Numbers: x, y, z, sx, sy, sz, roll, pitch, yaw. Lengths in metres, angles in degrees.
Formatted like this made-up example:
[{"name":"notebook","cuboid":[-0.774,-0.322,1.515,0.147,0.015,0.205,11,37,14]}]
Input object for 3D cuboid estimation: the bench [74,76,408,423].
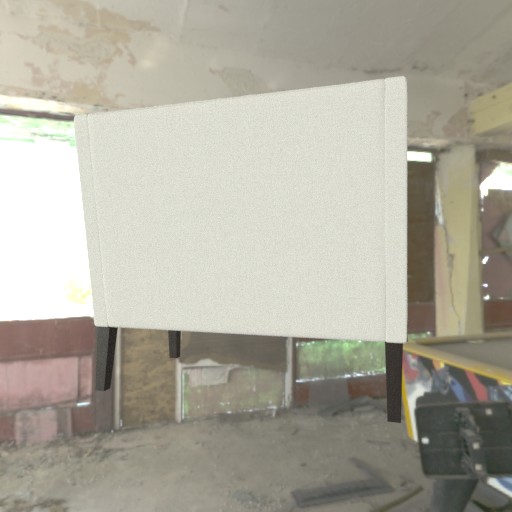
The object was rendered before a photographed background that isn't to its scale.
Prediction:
[{"name":"bench","cuboid":[0.000,0.000,1.964,1.280,1.123,0.847,0,0,18]}]
